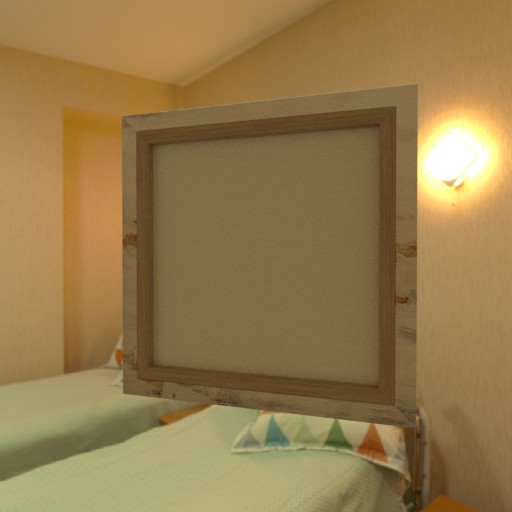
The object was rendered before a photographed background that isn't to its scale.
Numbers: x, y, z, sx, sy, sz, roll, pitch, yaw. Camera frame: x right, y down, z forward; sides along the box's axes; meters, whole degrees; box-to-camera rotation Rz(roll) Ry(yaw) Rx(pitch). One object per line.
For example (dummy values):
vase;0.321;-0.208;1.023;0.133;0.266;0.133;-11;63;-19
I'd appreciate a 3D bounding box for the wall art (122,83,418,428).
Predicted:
wall art;0.000;0.000;1.103;0.753;0.755;0.038;0;1;18
